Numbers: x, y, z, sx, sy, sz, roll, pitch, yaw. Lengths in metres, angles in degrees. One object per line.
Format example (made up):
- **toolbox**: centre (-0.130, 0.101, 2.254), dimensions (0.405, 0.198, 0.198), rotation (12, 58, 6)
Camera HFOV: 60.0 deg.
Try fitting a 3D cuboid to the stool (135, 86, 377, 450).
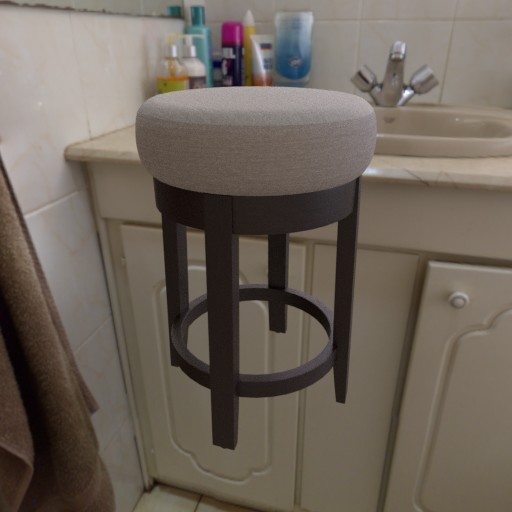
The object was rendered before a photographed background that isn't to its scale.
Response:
- **stool**: centre (0.000, 0.000, 0.950), dimensions (0.443, 0.672, 0.443), rotation (0, 26, 0)
